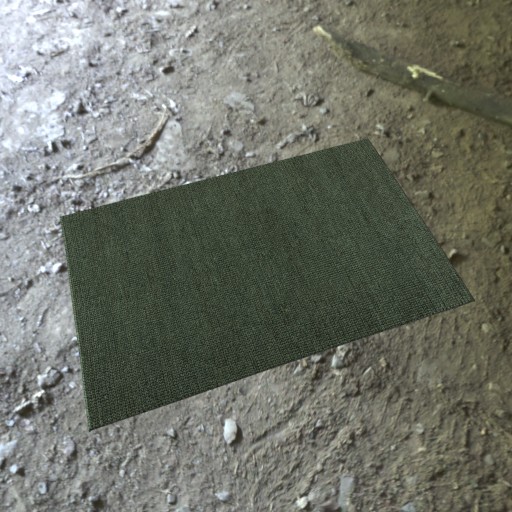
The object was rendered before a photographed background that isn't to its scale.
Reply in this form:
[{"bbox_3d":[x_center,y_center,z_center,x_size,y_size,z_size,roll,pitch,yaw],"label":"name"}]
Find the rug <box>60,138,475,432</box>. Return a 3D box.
[{"bbox_3d":[0.000,0.000,2.990,2.443,0.021,1.538,-16,60,-10],"label":"rug"}]
